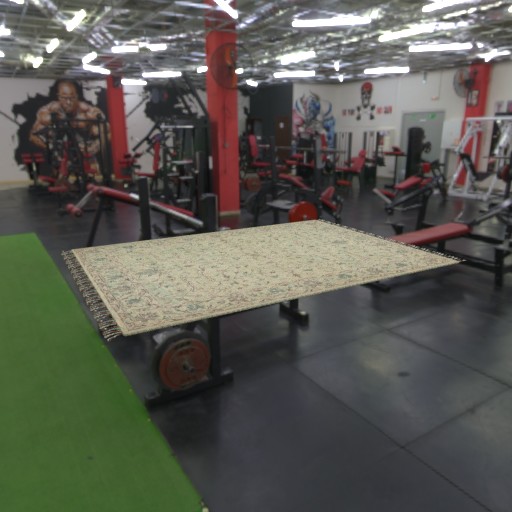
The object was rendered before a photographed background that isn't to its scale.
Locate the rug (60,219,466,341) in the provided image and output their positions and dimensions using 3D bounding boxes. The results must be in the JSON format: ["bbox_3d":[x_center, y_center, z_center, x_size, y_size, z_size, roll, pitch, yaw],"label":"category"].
[{"bbox_3d":[0.000,0.000,2.365,1.802,0.008,1.247,-9,18,-28],"label":"rug"}]
